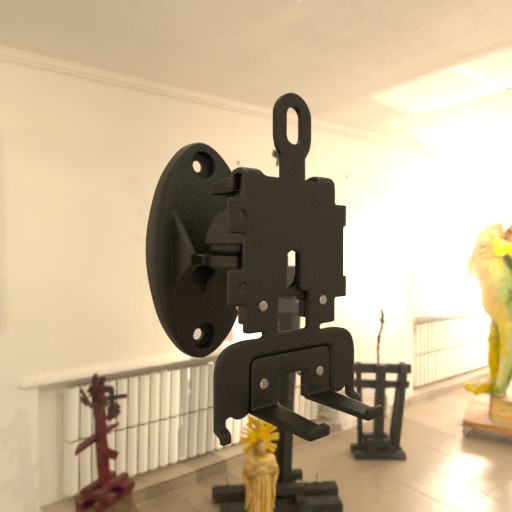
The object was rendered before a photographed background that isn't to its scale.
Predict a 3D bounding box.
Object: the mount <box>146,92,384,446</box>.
[{"bbox_3d":[0.000,0.000,0.179,0.066,0.118,0.100,-1,2,-37],"label":"mount"}]
